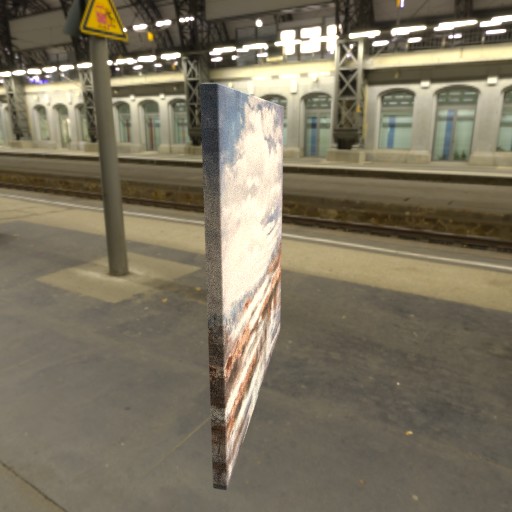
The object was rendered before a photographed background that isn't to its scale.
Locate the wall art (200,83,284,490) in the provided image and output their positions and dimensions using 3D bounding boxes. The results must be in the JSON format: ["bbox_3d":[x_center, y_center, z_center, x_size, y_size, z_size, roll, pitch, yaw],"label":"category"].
[{"bbox_3d":[0.000,0.000,1.339,0.035,0.897,0.888,3,16,11],"label":"wall art"}]
